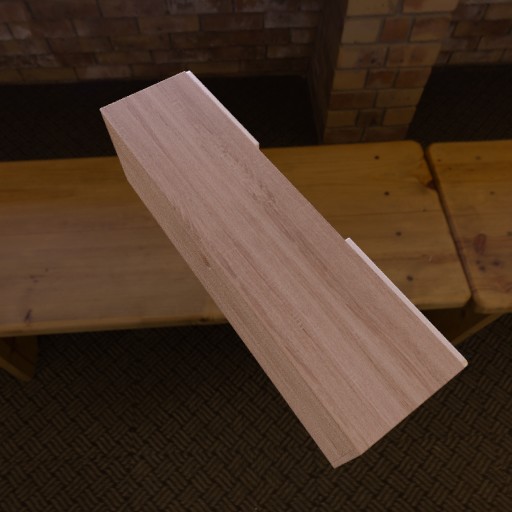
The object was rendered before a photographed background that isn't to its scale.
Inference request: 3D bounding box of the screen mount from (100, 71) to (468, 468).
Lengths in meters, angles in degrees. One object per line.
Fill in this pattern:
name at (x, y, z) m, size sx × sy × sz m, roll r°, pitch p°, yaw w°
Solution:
screen mount at (0.000, 0.000, 1.716) m, size 0.420 × 0.570 × 1.500 m, roll -32°, pitch 65°, yaw -17°
